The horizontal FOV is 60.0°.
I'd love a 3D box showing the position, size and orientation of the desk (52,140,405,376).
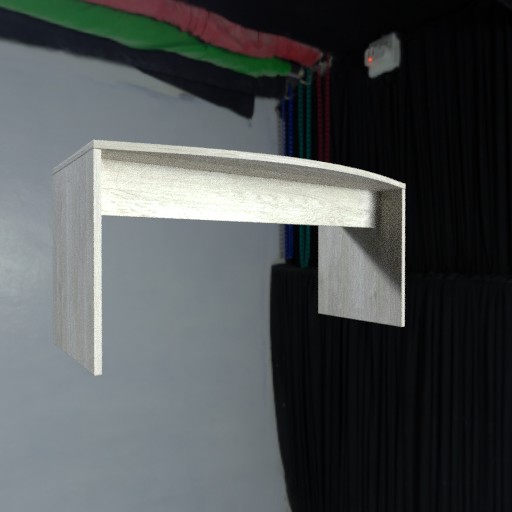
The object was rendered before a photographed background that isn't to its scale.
[{"bbox_3d":[0.000,0.000,2.065,1.600,0.752,0.802,0,1,-35],"label":"desk"}]
